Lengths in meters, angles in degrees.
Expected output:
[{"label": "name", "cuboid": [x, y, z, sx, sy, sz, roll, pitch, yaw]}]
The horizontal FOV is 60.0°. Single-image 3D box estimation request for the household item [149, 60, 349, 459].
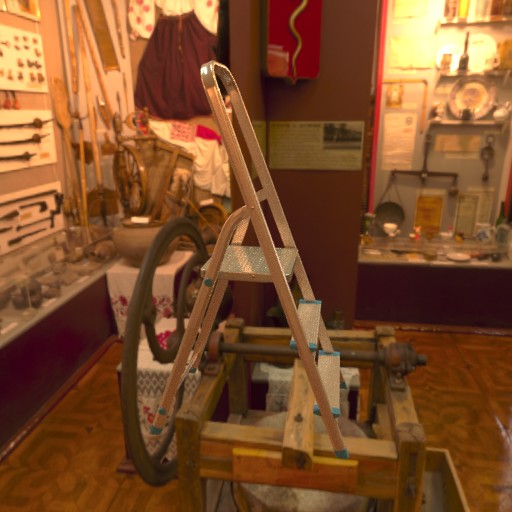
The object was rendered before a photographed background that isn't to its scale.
[{"label": "household item", "cuboid": [0.000, 0.000, 1.507, 0.687, 1.215, 0.420, 3, 18, 10]}]
